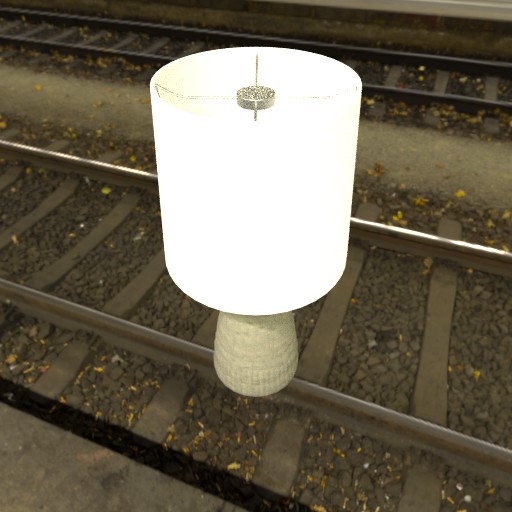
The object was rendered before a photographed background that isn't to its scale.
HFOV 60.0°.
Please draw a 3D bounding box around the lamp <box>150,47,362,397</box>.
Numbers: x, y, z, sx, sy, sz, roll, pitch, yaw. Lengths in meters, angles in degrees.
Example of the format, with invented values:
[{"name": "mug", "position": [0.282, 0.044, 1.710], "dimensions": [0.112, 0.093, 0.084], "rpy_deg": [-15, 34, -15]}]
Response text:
[{"name": "lamp", "position": [0.000, 0.000, 0.469], "dimensions": [0.186, 0.369, 0.186], "rpy_deg": [0, 41, 0]}]
